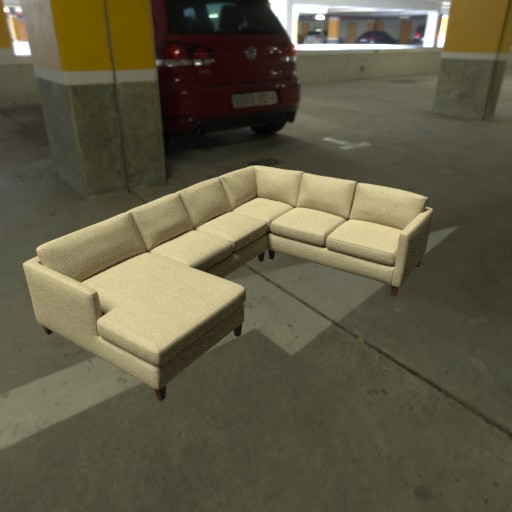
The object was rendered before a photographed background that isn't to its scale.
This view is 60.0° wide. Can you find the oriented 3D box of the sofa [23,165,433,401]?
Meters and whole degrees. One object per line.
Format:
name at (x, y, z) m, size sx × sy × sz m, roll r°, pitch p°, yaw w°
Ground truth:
sofa at (0.000, 0.000, 4.528) m, size 2.593 × 0.959 × 3.460 m, roll 17°, pitch 31°, yaw 31°
